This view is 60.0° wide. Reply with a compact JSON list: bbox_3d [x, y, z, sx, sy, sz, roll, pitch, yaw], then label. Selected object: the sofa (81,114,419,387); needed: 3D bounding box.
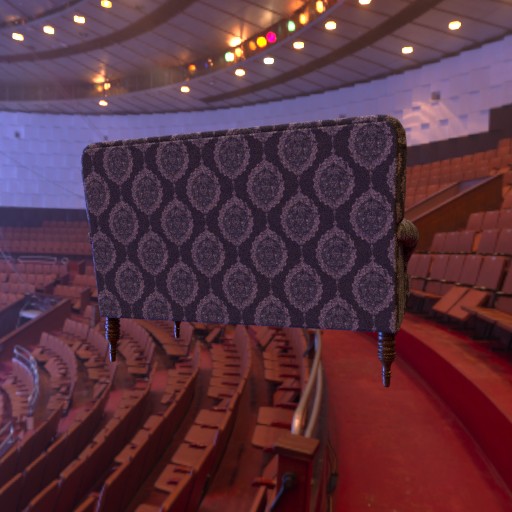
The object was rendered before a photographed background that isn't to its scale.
[{"bbox_3d":[0.000,0.000,1.872,1.297,0.867,0.779,0,0,19],"label":"sofa"}]
